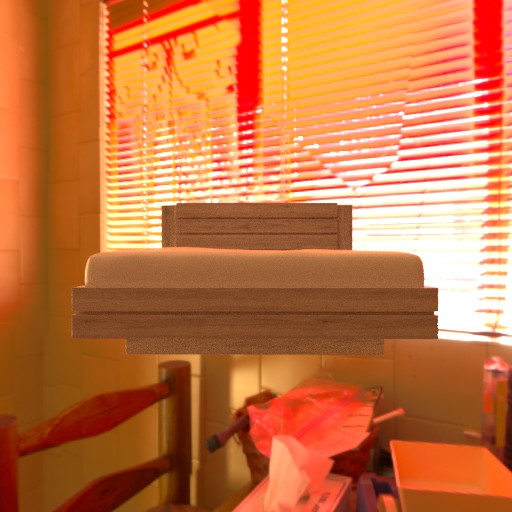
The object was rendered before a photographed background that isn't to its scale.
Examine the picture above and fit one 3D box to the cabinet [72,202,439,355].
[{"bbox_3d":[0.000,0.000,3.038,1.750,0.970,2.080,0,0,0],"label":"cabinet"}]
